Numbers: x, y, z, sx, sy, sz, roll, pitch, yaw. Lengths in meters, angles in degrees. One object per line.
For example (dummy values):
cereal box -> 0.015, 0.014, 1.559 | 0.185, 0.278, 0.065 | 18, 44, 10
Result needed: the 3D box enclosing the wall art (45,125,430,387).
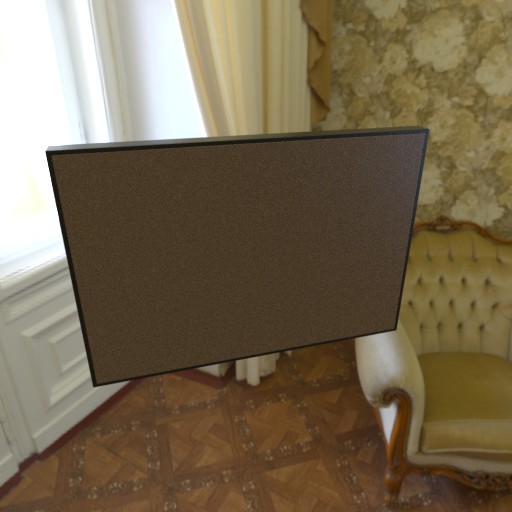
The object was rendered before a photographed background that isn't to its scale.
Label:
wall art -> 0.000, 0.000, 1.210 | 0.939, 0.640, 0.058 | -7, 27, -15
